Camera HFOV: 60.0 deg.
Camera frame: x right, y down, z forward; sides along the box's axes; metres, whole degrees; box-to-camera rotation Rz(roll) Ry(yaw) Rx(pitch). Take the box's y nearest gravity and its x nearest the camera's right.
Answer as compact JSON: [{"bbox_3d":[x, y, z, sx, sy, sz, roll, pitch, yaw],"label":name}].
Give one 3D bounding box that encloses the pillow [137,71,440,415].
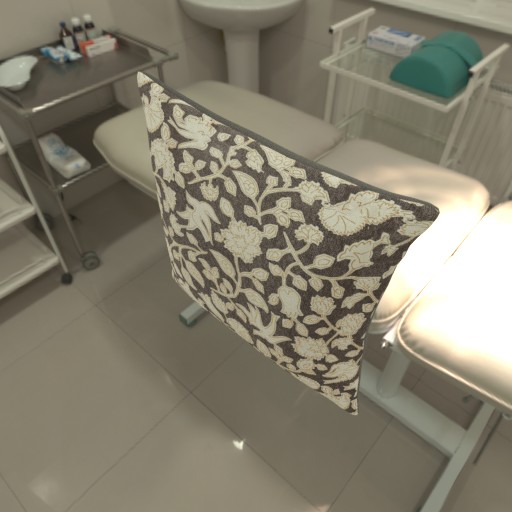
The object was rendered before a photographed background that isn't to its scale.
[{"bbox_3d":[0.000,0.000,0.782,0.526,0.507,0.166,33,55,27],"label":"pillow"}]
